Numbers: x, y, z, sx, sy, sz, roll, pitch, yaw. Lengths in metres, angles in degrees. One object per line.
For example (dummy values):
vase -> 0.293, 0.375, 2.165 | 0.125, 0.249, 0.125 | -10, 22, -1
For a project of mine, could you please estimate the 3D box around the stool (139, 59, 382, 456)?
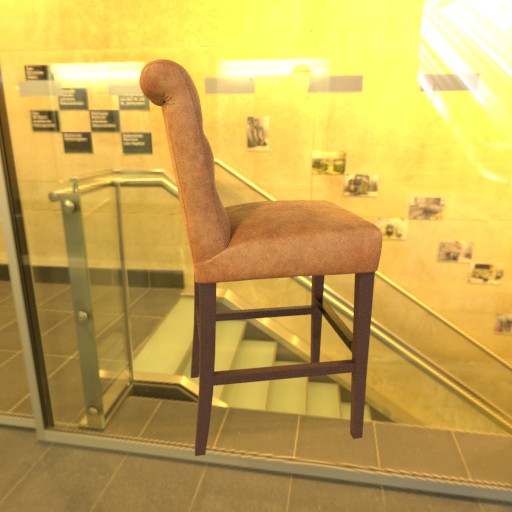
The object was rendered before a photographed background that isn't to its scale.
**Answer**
stool -> 0.000, 0.000, 1.355 | 0.601, 1.047, 0.493 | -3, 17, -9
